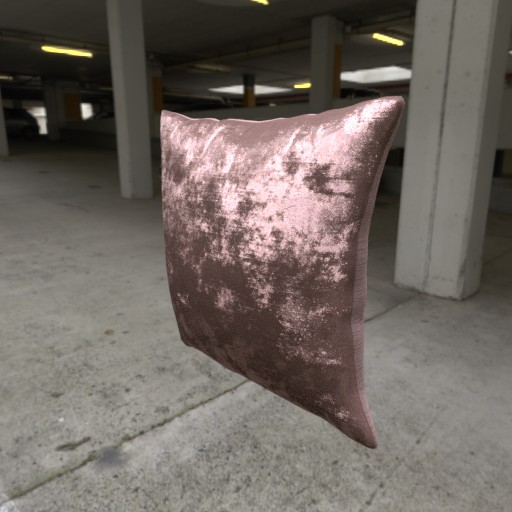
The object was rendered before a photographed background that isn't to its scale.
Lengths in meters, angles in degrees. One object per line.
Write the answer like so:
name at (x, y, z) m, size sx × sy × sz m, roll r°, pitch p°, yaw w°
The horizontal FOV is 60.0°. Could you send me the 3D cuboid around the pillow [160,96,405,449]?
pillow at (0.000, 0.000, 0.710) m, size 0.175 × 0.464 × 0.470 m, roll -14°, pitch 20°, yaw -43°
